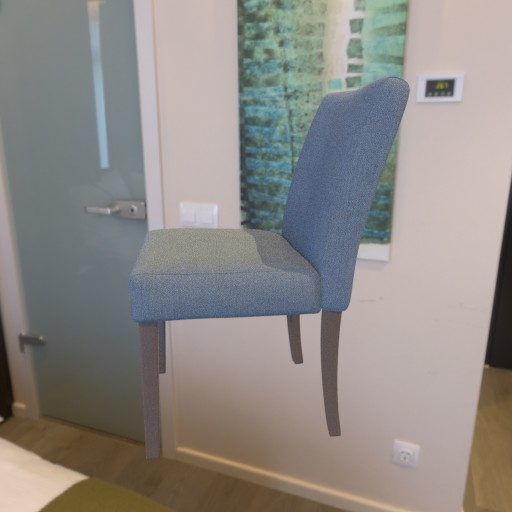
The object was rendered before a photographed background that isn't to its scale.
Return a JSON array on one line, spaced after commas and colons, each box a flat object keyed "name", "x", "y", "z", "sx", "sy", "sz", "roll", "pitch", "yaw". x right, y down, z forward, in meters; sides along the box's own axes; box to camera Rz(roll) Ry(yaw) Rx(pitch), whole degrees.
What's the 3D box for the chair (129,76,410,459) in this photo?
[{"name": "chair", "x": 0.000, "y": 0.000, "z": 1.211, "sx": 0.629, "sy": 0.882, "sz": 0.487, "roll": -2, "pitch": 15, "yaw": -9}]
